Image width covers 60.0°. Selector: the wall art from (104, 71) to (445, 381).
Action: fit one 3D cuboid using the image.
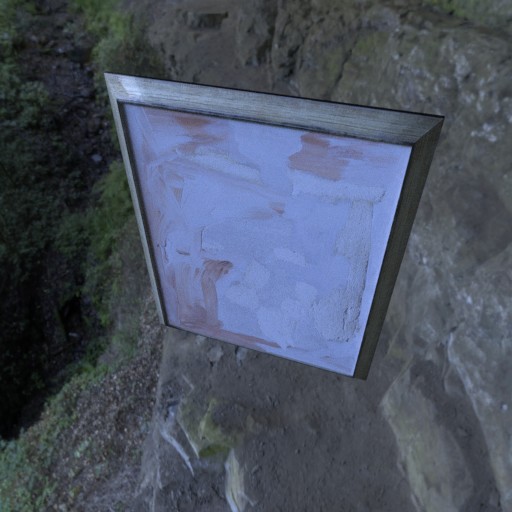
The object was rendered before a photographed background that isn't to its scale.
[{"bbox_3d":[0.000,0.000,0.622,0.381,0.457,0.023,13,43,14],"label":"wall art"}]
